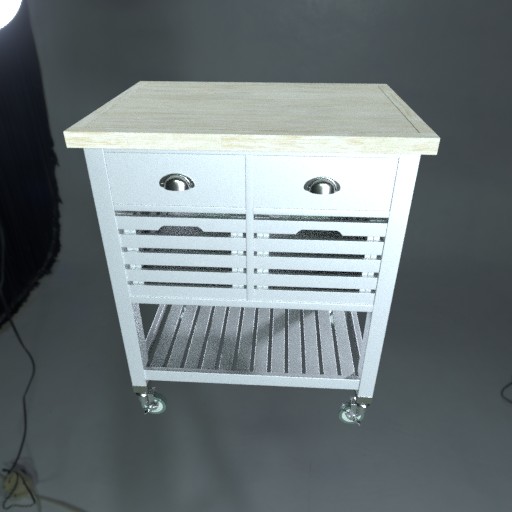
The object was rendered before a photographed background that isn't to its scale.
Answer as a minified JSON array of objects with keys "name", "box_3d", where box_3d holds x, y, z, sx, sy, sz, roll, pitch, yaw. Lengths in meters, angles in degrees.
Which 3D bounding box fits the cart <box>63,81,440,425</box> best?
[{"name":"cart","box_3d":[0.000,0.000,1.369,0.762,0.914,0.559,2,32,3]}]
